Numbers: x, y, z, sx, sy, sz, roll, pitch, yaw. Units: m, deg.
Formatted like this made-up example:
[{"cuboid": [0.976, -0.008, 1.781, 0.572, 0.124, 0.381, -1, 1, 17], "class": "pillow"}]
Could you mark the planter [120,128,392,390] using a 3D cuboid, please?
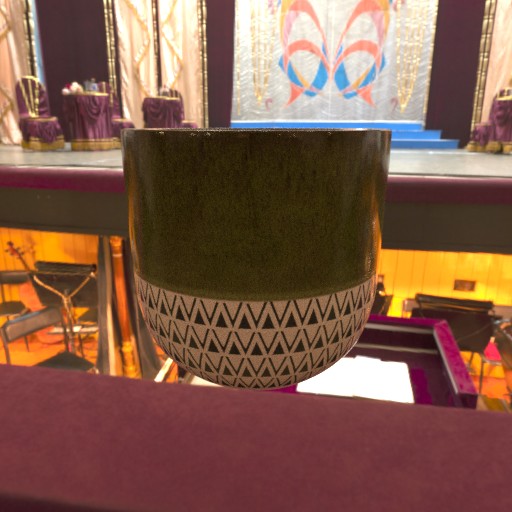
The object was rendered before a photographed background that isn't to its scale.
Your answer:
[{"cuboid": [0.000, 0.000, 0.489, 0.266, 0.270, 0.266, 0, 16, 0], "class": "planter"}]
